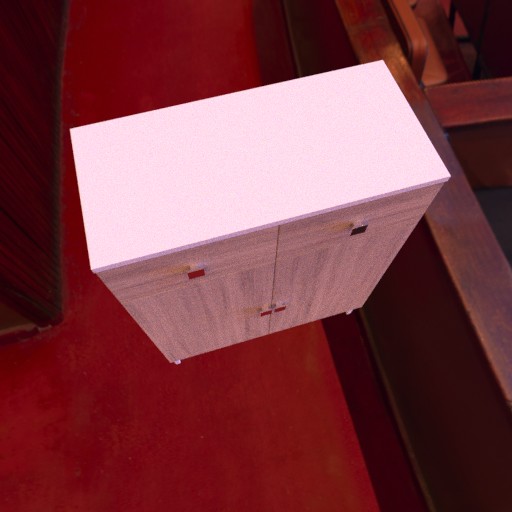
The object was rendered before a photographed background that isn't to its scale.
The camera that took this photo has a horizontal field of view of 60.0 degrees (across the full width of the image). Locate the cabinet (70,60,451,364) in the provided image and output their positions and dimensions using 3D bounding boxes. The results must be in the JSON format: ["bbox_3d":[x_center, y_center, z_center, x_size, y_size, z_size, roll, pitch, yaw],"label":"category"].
[{"bbox_3d":[0.000,0.000,1.129,0.600,0.815,0.296,-15,66,-7],"label":"cabinet"}]
